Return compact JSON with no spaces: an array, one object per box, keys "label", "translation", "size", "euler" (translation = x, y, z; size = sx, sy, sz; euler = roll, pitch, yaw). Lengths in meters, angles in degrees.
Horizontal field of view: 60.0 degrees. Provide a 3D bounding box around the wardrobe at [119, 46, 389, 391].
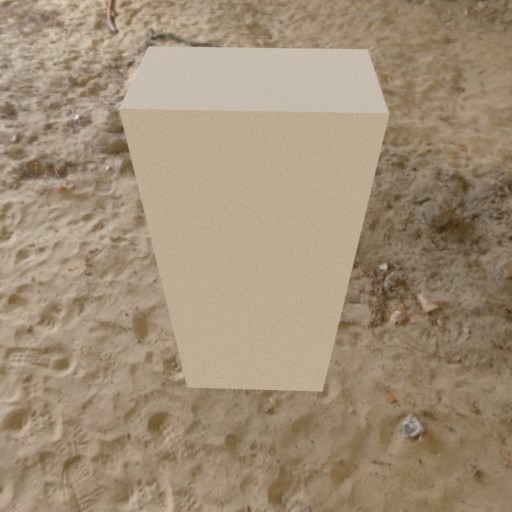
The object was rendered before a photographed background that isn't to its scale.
[{"label":"wardrobe","translation":[0.000,0.000,2.027],"size":[0.760,1.700,0.470],"euler":[1,47,1]}]
